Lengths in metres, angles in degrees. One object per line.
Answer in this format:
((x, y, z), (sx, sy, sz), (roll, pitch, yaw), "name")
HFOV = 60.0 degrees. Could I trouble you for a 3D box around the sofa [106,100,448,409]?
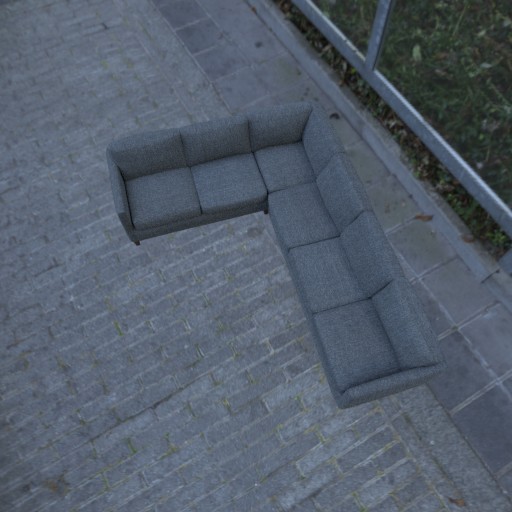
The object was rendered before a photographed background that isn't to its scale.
((0.000, 0.000, 4.572), (2.593, 0.947, 3.302), (-14, 64, -7), "sofa")
